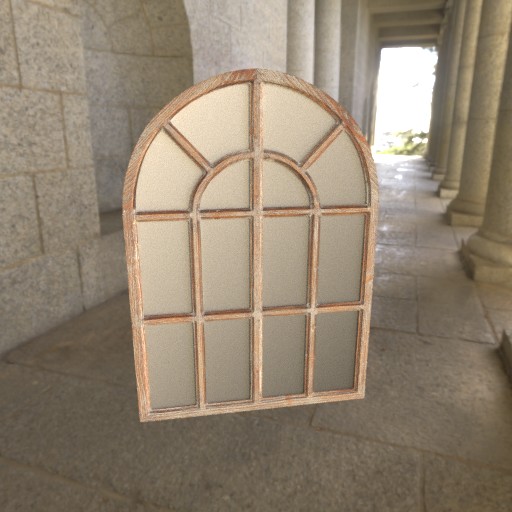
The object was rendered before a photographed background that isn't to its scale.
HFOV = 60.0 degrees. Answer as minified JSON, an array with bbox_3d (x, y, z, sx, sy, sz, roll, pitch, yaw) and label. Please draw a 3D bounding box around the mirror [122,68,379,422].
[{"bbox_3d":[0.000,0.000,1.176,0.660,0.920,0.032,-3,16,-10],"label":"mirror"}]
